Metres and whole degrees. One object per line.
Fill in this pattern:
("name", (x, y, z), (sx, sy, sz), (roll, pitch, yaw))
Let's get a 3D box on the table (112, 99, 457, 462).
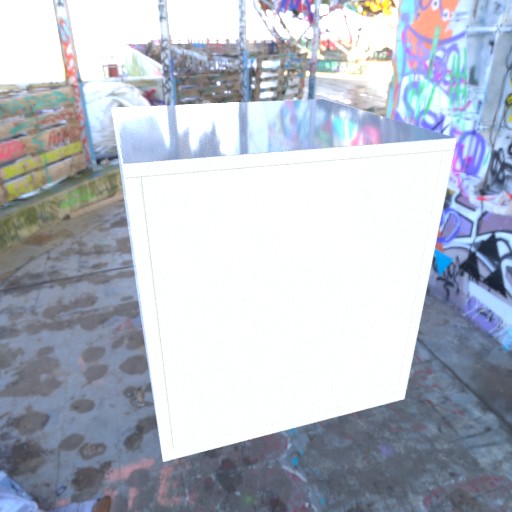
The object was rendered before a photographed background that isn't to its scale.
("table", (0.000, 0.000, 0.793), (0.420, 0.470, 0.400), (-8, 28, -16))
